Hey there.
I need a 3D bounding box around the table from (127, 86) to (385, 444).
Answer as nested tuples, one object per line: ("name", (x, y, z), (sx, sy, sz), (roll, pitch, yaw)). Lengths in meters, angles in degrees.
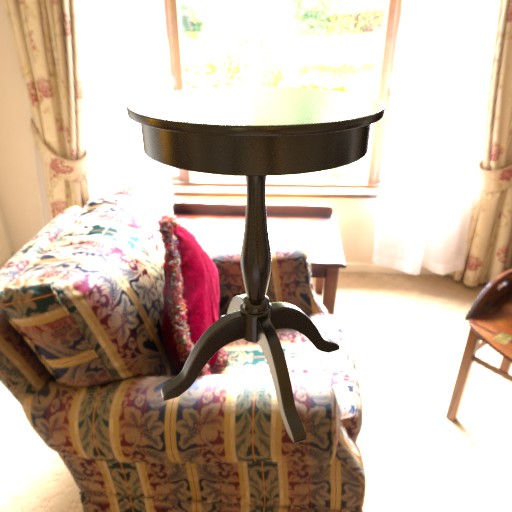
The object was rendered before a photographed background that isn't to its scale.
("table", (0.000, 0.000, 0.994), (0.481, 0.665, 0.481), (0, 27, 0))
